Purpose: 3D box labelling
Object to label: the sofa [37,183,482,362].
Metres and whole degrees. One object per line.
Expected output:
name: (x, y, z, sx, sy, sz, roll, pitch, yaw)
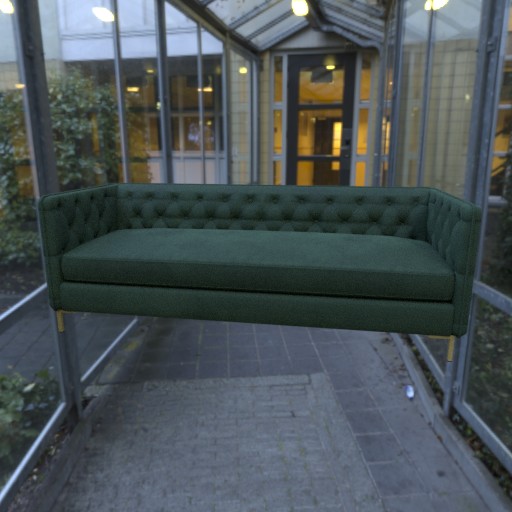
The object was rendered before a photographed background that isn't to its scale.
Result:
sofa: (0.000, 0.000, 2.613, 2.209, 0.771, 0.895, 2, 14, 9)
